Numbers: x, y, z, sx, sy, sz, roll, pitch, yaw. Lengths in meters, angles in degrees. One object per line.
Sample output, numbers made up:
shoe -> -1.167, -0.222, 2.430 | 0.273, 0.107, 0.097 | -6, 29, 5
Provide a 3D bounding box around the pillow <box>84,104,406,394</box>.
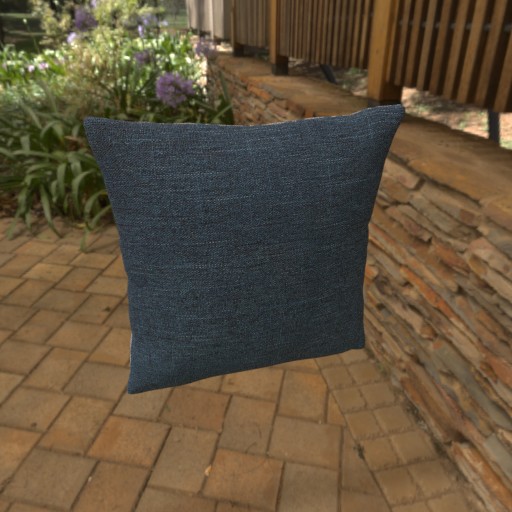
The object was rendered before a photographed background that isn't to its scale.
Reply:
pillow -> 0.000, 0.000, 0.676 | 0.435, 0.435, 0.159 | -8, 29, -16
